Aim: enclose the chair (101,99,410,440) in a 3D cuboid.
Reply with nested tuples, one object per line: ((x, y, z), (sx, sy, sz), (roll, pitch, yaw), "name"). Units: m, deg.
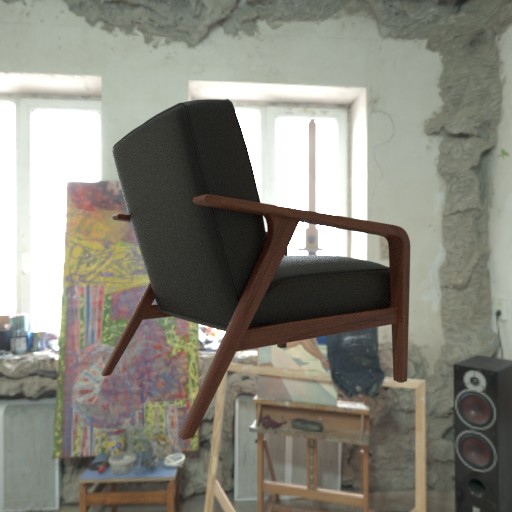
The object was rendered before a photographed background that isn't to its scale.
((0.000, 0.000, 1.571), (0.889, 0.861, 0.719), (0, 1, -35), "chair")
